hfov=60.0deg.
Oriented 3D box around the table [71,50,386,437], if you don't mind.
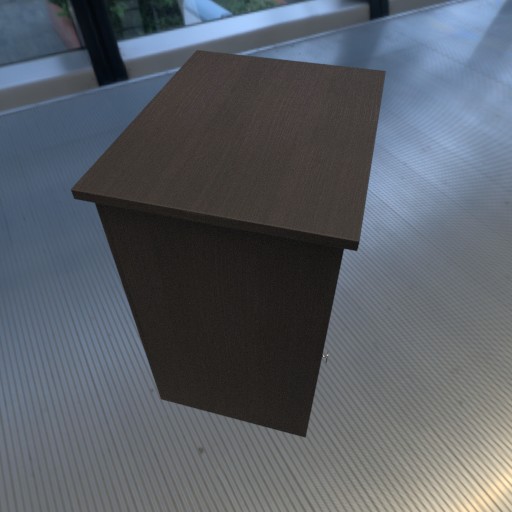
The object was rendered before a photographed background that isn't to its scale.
[{"bbox_3d":[0.000,0.000,0.943,0.381,0.635,0.480,11,47,10],"label":"table"}]
